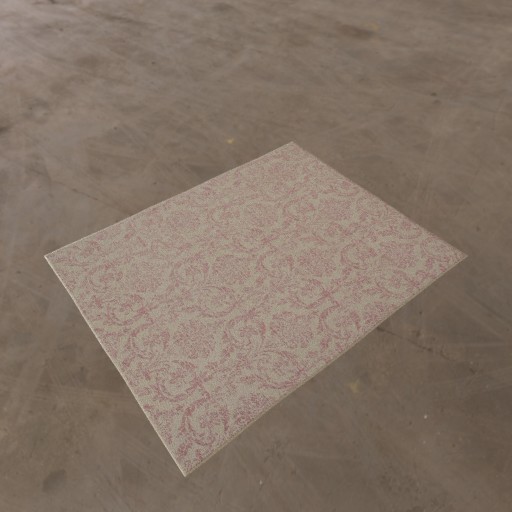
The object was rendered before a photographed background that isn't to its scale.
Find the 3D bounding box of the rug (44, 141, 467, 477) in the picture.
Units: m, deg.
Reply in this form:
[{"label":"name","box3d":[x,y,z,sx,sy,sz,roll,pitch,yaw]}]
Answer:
[{"label":"rug","box3d":[0.000,0.000,3.977,2.980,0.012,2.363,-30,54,-25]}]
